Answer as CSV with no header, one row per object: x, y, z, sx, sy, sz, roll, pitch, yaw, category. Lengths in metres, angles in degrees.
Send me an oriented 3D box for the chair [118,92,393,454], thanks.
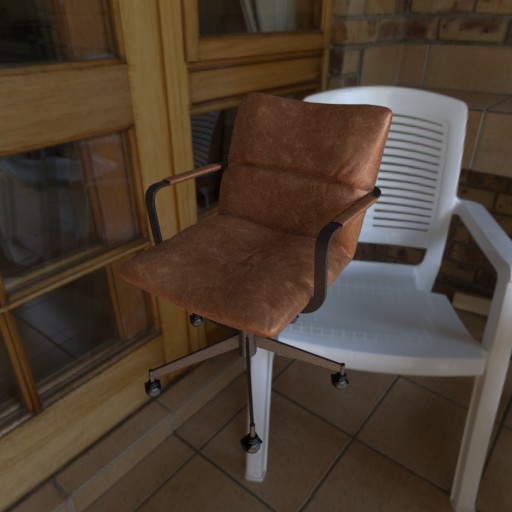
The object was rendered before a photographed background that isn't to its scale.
0.000,0.000,1.495,0.727,0.922,0.754,17,33,28,chair
